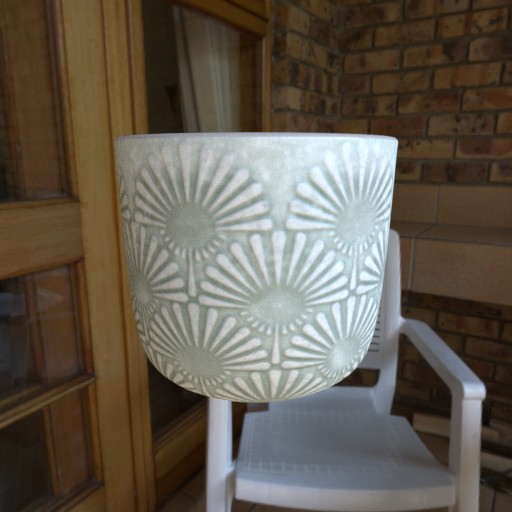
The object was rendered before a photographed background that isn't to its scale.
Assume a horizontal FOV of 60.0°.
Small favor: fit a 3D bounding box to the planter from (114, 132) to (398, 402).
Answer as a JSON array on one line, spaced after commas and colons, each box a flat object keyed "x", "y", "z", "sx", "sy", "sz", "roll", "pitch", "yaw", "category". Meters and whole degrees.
[{"x": 0.000, "y": 0.000, "z": 0.214, "sx": 0.124, "sy": 0.109, "sz": 0.124, "roll": 0, "pitch": 13, "yaw": 0, "category": "planter"}]
